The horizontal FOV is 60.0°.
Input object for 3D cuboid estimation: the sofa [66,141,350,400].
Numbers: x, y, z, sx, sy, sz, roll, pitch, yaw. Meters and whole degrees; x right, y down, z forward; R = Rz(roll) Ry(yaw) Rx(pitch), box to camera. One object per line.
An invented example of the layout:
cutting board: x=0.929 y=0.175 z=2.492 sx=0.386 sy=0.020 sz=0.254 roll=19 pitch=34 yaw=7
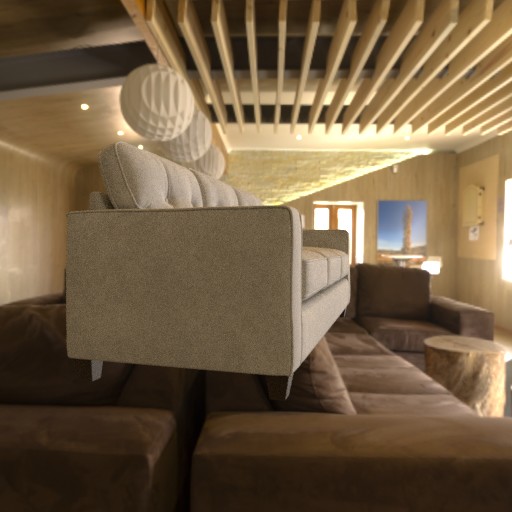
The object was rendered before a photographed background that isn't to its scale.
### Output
sofa: x=0.000 y=0.000 z=2.600 sx=0.939 sy=0.965 sz=2.133 roll=0 pitch=1 yaw=17
